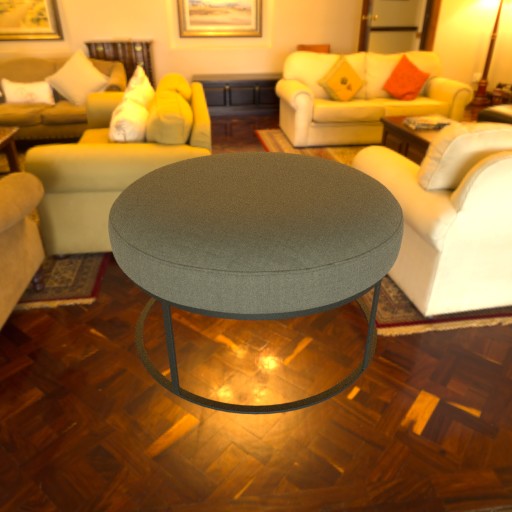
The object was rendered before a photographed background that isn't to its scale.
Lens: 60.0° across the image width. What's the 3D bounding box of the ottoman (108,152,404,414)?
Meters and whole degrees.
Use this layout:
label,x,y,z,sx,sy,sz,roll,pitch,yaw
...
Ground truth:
label,x,y,z,sx,sy,sz,roll,pitch,yaw
ottoman,0.000,0.000,1.266,0.772,0.460,0.772,0,29,0
